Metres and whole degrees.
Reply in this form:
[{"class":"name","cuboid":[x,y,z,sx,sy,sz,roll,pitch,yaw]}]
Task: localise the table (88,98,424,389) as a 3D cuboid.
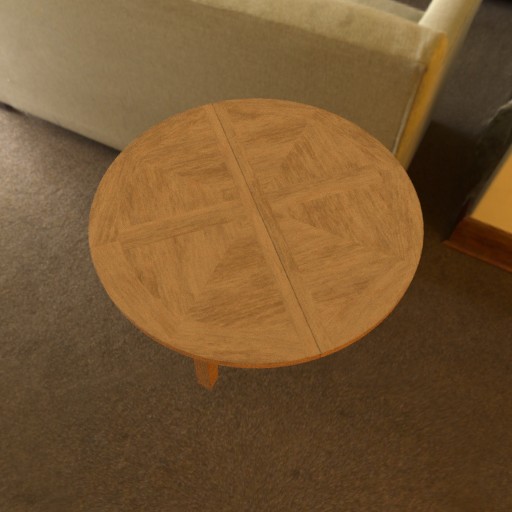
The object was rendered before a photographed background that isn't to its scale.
[{"class":"table","cuboid":[0.000,0.000,2.100,1.319,0.762,1.319,0,57,0]}]
